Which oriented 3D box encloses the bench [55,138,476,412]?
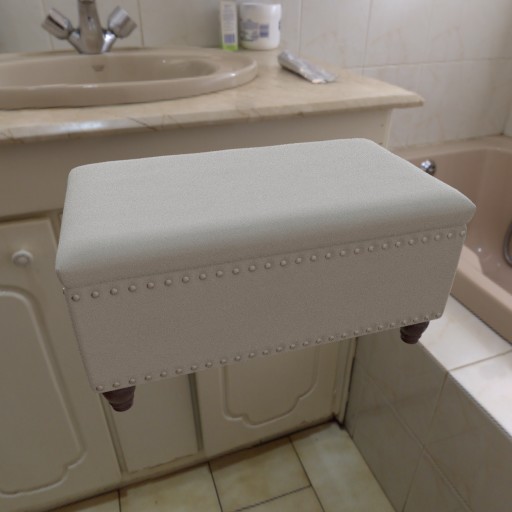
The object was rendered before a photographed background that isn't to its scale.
[{"bbox_3d":[0.000,0.000,1.181,0.887,0.449,0.500,-9,33,-14],"label":"bench"}]
